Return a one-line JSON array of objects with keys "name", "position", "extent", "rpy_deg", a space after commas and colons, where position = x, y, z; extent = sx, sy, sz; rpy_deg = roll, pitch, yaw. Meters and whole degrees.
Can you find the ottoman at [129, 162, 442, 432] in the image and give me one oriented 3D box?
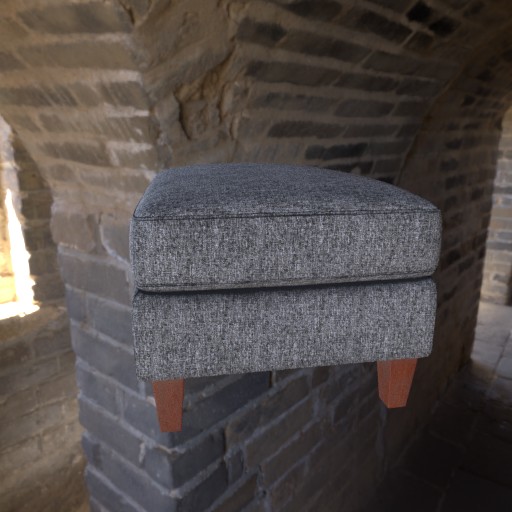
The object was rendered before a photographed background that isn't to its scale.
[{"name": "ottoman", "position": [0.000, 0.000, 1.202], "extent": [0.584, 0.483, 0.864], "rpy_deg": [-3, 15, -10]}]
